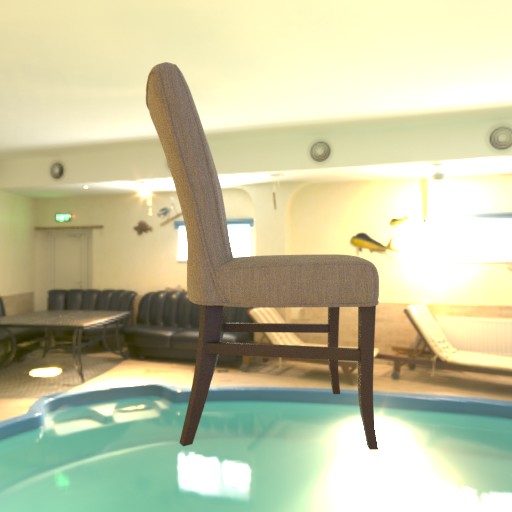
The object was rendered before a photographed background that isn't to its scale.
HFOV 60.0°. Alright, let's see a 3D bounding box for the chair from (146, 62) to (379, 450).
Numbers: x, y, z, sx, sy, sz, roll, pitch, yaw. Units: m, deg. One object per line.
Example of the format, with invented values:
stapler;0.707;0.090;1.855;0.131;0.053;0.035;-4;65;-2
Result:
chair;0.000;0.000;1.369;0.660;0.991;0.520;0;0;-1
